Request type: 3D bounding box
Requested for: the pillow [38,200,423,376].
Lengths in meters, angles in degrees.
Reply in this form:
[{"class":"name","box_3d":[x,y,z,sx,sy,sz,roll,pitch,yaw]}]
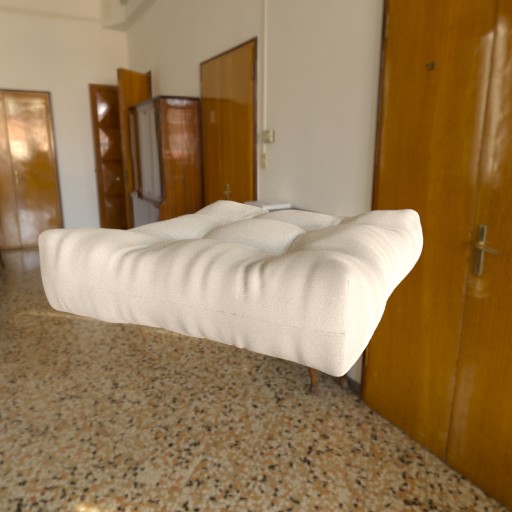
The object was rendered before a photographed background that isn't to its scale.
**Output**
[{"class":"pillow","box_3d":[0.000,0.000,0.726,0.468,0.128,0.490,7,15,26]}]
